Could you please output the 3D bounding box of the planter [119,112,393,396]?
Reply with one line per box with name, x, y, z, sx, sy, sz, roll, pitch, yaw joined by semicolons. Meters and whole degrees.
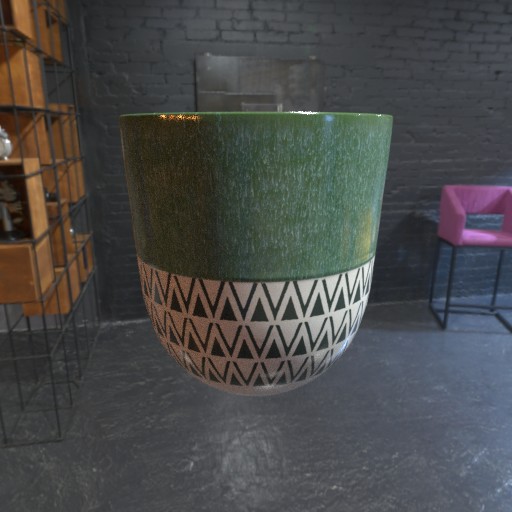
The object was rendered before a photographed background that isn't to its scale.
planter;0.000;0.000;0.357;0.195;0.214;0.195;0;16;0
